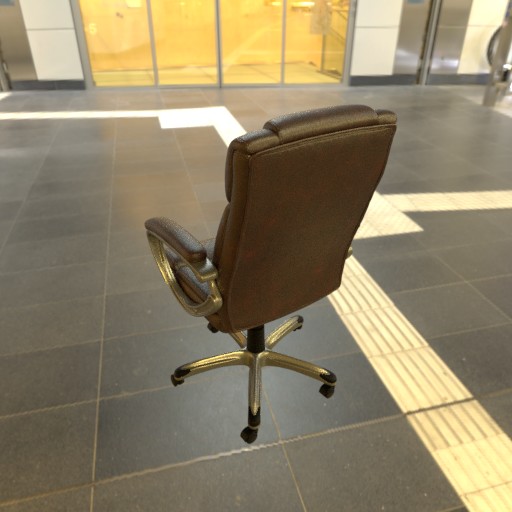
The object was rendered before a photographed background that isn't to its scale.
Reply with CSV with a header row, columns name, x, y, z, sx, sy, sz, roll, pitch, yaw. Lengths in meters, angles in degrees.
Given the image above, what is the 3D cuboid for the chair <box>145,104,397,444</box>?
name,x,y,z,sx,sy,sz,roll,pitch,yaw
chair,0.000,0.000,1.586,0.656,1.128,0.692,-19,36,-29
